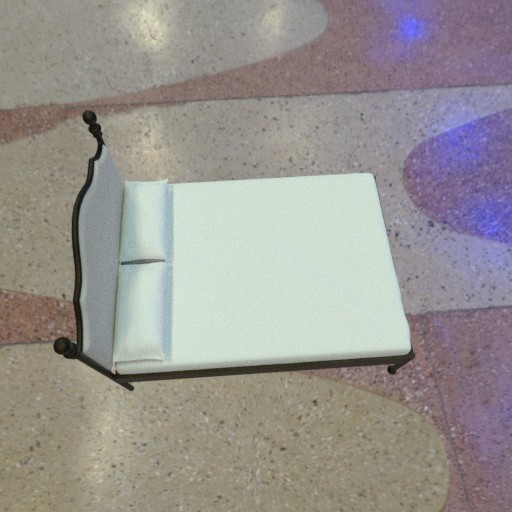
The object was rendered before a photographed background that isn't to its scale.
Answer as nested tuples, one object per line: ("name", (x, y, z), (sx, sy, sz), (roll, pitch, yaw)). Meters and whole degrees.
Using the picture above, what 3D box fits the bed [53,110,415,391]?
("bed", (0.000, 0.000, 3.307), (2.224, 1.499, 1.642), (-4, 65, -2))
